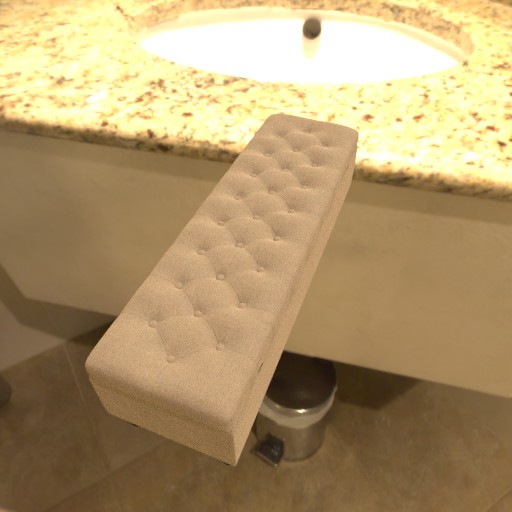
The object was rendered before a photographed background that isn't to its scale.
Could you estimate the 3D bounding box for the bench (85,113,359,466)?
[{"bbox_3d":[0.000,0.000,1.754,0.455,0.467,1.480,16,48,15],"label":"bench"}]
